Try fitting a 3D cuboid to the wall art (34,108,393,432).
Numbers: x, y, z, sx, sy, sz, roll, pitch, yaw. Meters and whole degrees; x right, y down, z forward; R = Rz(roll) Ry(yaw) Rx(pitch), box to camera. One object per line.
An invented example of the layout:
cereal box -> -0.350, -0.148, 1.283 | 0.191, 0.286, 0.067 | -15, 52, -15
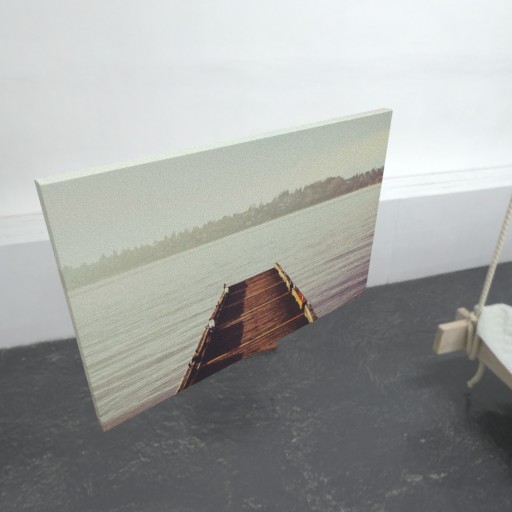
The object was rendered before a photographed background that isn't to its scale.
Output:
wall art -> 0.000, 0.000, 1.414 | 1.149, 0.765, 0.040 | -21, 36, -32
